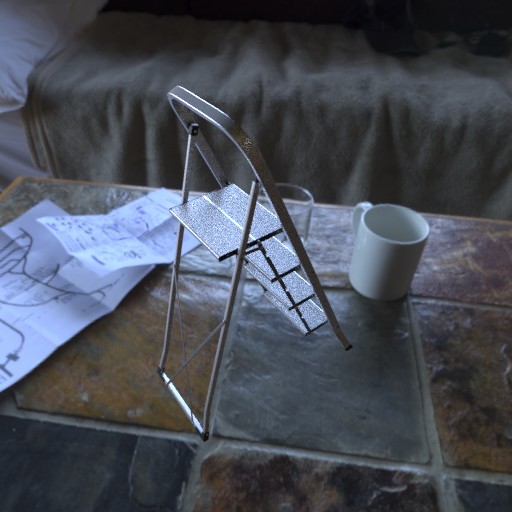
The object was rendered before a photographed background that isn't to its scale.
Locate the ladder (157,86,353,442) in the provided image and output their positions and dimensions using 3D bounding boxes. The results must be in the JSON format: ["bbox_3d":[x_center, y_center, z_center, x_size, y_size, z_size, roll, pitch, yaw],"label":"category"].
[{"bbox_3d":[0.000,0.000,1.674,0.830,1.290,0.465,-26,48,-27],"label":"ladder"}]
